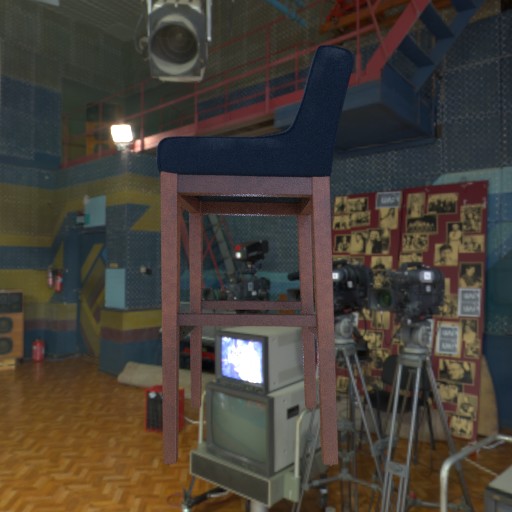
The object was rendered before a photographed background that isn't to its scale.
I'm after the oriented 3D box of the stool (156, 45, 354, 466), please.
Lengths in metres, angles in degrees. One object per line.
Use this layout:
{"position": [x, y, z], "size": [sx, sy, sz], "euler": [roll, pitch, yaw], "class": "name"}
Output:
{"position": [0.000, 0.000, 1.325], "size": [0.500, 1.037, 0.511], "euler": [0, -1, 1], "class": "stool"}
